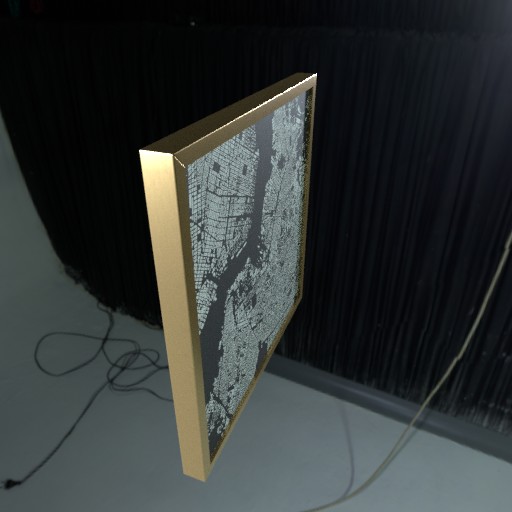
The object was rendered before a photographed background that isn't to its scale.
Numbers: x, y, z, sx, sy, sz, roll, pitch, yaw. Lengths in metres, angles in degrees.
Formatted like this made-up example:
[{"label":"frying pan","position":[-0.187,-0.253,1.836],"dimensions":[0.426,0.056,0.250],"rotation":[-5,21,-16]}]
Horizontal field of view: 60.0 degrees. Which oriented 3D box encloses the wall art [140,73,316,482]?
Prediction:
[{"label":"wall art","position":[0.000,0.000,0.450],"dimensions":[0.023,0.305,0.305],"rotation":[12,33,19]}]
